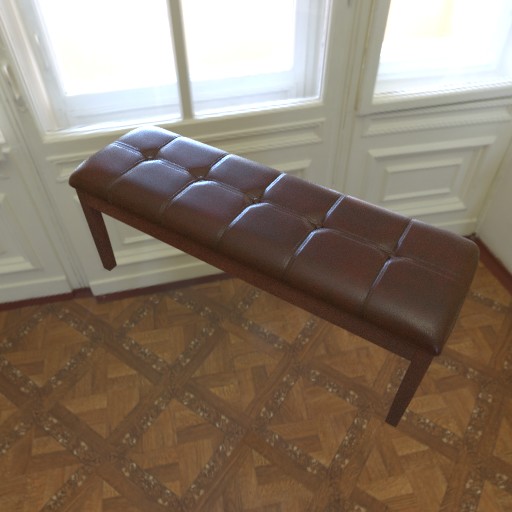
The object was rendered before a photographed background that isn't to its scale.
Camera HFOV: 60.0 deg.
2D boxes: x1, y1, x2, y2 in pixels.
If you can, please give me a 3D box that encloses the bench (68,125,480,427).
[{"bbox_3d":[0.000,0.000,1.495,1.259,0.491,0.401,24,50,22],"label":"bench"}]
